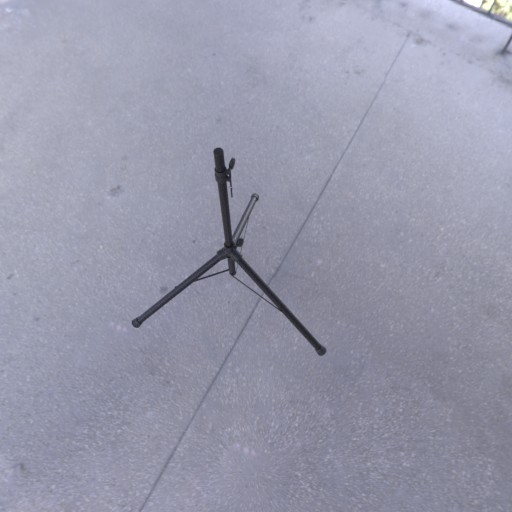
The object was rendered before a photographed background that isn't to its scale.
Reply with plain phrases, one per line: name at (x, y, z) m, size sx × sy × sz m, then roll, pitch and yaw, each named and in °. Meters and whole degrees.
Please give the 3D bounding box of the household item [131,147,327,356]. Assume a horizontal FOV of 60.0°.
household item at (0.000, 0.000, 1.891) m, size 0.907 × 1.136 × 1.045 m, roll 37°, pitch 69°, yaw 16°
